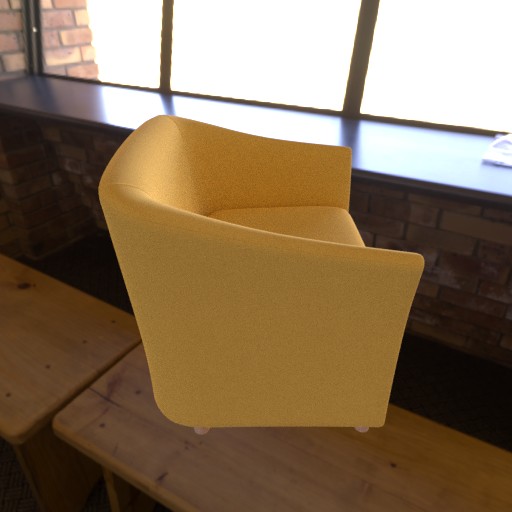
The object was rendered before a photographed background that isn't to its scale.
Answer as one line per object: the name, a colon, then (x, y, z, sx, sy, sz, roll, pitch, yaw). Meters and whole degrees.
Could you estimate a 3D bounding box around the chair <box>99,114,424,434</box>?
chair: (0.000, 0.000, 1.343, 0.700, 0.720, 0.790, 0, 31, -1)
